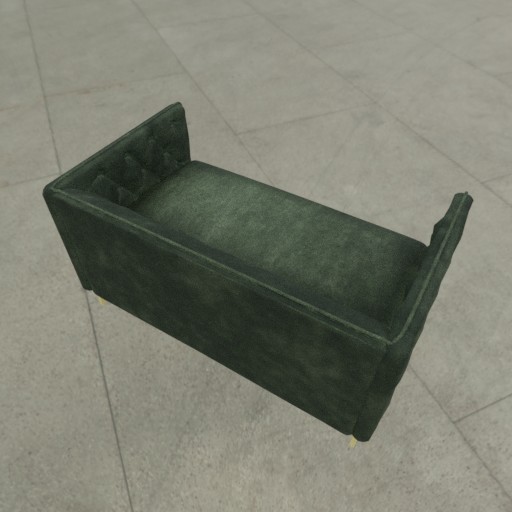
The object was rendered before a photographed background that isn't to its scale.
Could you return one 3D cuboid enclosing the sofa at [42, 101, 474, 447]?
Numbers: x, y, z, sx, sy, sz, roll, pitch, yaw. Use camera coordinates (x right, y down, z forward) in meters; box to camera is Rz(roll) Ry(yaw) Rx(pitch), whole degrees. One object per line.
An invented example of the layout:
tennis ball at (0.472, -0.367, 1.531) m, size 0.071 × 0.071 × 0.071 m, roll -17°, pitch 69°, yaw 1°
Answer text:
sofa at (0.000, 0.000, 2.028) m, size 1.537 × 0.768 × 0.895 m, roll 24°, pitch 50°, yaw 21°
